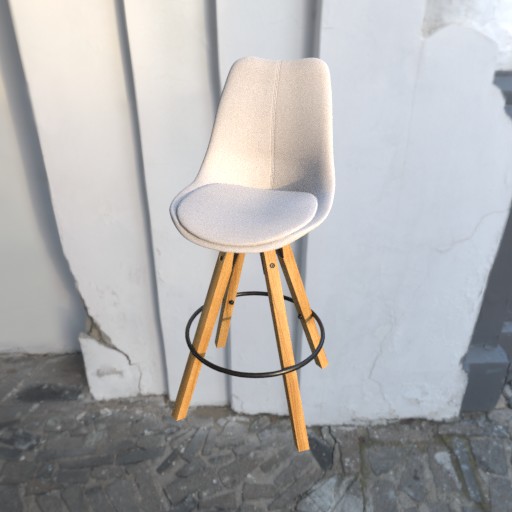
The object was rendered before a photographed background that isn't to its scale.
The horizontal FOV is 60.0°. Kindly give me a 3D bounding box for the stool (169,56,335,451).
[{"bbox_3d":[0.000,0.000,1.398,0.484,1.115,0.550,8,29,15],"label":"stool"}]
